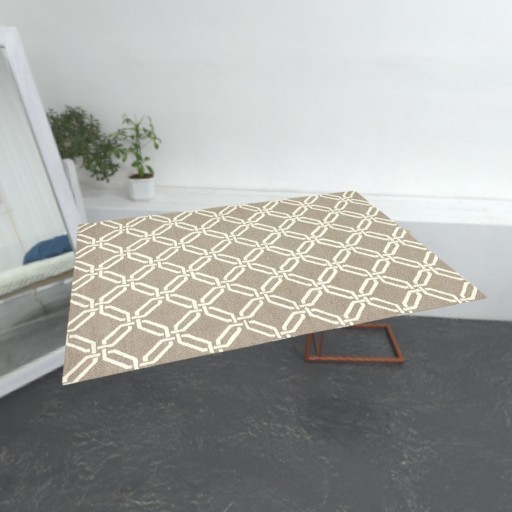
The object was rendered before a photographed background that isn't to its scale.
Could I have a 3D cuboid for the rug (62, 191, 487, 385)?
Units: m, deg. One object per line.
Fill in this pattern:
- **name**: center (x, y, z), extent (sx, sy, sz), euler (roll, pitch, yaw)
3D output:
- **rug**: center (0.000, 0.000, 4.361), extent (3.419, 0.020, 2.441), euler (-9, 32, -14)
